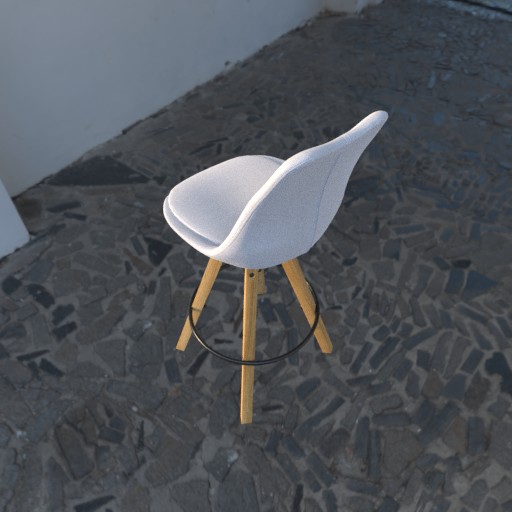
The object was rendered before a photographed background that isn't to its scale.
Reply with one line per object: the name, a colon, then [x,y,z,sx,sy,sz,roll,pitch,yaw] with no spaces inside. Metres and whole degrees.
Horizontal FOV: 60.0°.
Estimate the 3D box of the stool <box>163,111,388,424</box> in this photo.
stool: [0.000,0.000,1.390,0.484,1.115,0.550,-33,55,-27]
